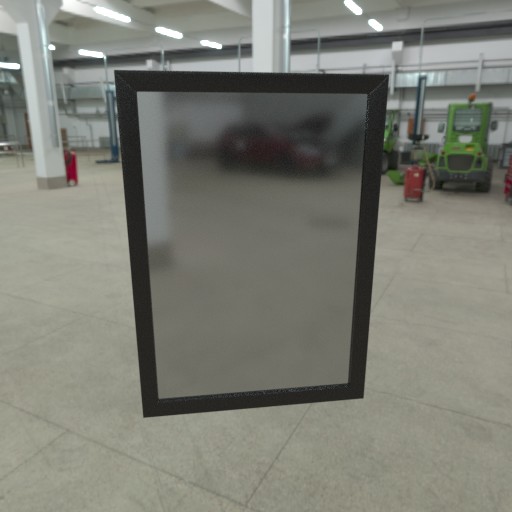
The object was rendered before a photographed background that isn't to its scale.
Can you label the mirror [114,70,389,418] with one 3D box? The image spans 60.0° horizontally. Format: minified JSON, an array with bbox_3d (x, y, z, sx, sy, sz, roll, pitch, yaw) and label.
[{"bbox_3d":[0.000,0.000,0.927,0.507,0.710,0.040,-2,17,-8],"label":"mirror"}]
